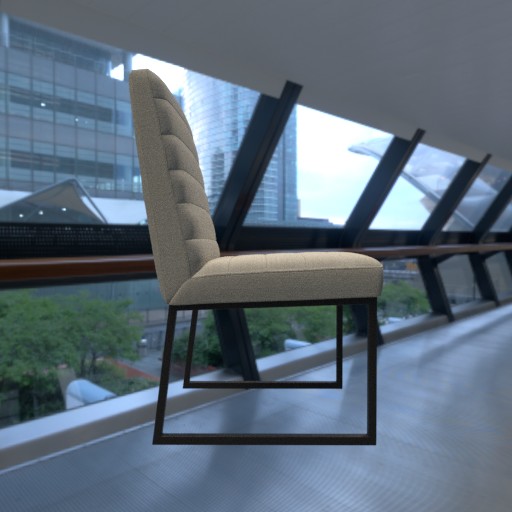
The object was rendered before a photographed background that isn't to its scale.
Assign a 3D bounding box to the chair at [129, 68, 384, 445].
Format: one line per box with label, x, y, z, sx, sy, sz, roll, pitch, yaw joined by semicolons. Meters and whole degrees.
chair;0.000;0.000;1.320;0.634;0.930;0.520;0;1;0
